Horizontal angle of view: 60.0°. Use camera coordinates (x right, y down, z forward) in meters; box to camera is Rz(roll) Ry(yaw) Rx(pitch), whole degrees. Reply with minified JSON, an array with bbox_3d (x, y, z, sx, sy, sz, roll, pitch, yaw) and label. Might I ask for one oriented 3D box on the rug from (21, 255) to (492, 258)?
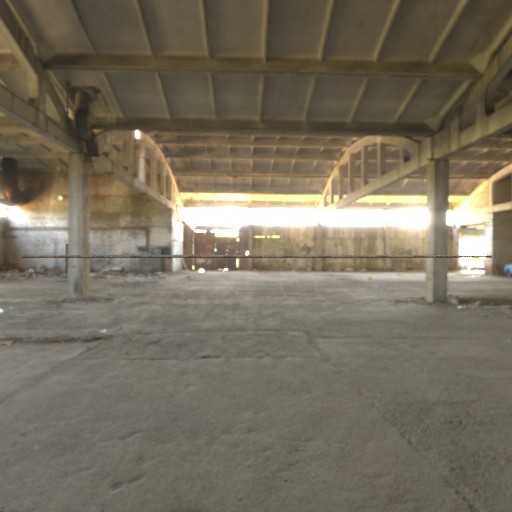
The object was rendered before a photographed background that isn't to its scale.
[{"bbox_3d":[0.000,0.000,3.041,2.435,0.011,1.526,0,0,-2],"label":"rug"}]
